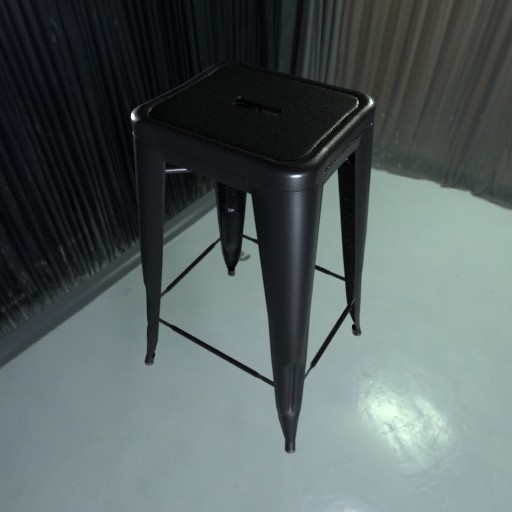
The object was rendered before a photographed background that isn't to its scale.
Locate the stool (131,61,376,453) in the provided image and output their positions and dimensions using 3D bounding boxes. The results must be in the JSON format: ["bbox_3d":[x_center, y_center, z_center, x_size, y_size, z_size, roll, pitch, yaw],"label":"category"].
[{"bbox_3d":[0.000,0.000,0.850,0.399,0.609,0.359,24,49,22],"label":"stool"}]
